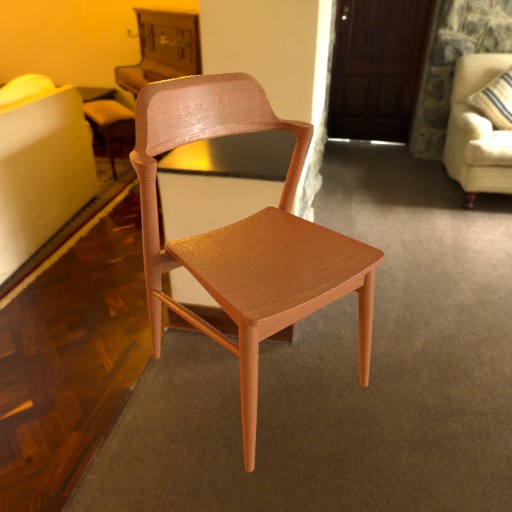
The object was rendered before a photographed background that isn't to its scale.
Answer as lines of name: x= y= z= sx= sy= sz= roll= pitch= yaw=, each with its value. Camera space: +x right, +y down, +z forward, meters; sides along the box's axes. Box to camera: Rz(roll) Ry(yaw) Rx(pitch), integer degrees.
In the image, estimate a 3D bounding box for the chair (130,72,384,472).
chair: x=0.000 y=0.000 z=1.128 sx=0.496 sy=0.801 sz=0.499 roll=-22 pitch=37 yaw=-32
